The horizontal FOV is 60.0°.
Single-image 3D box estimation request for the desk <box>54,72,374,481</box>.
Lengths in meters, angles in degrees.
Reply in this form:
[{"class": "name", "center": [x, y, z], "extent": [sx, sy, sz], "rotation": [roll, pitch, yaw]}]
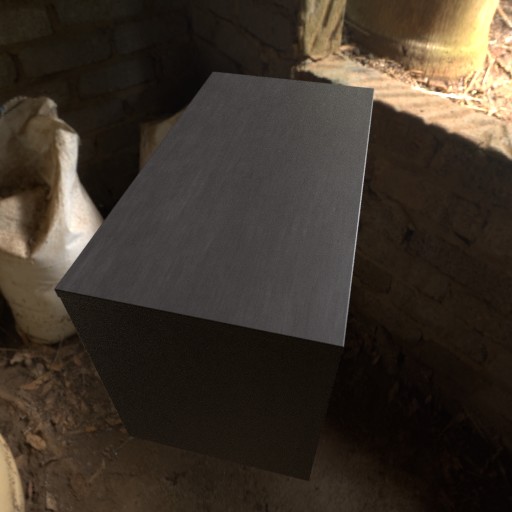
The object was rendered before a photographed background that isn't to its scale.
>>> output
[{"class": "desk", "center": [0.000, 0.000, 1.513], "extent": [0.600, 0.750, 1.100], "rotation": [10, 46, 9]}]
